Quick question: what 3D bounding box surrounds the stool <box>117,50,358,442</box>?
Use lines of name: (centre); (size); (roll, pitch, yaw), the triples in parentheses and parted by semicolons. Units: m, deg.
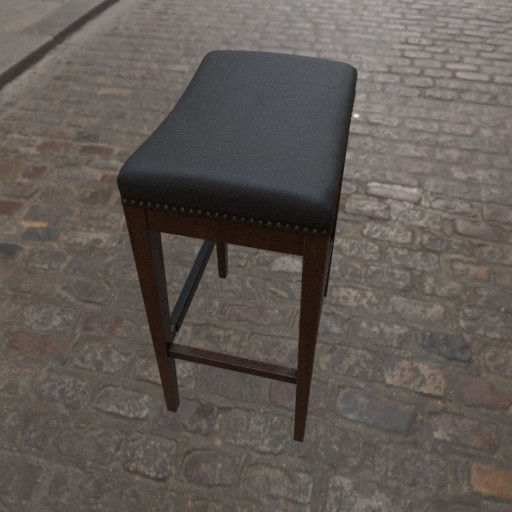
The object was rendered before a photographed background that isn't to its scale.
stool: (0.000, 0.000, 1.030); (0.361, 0.765, 0.500); (10, 48, 9)
